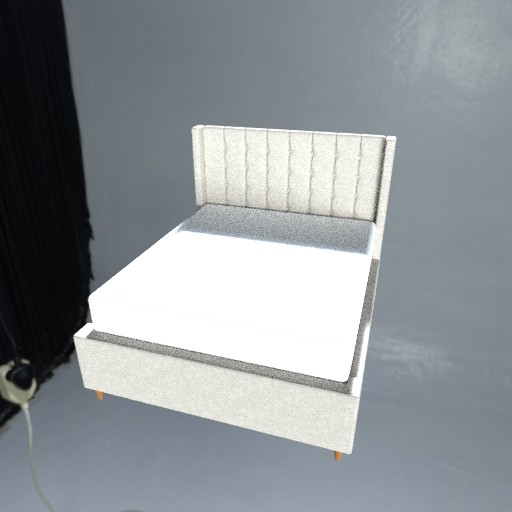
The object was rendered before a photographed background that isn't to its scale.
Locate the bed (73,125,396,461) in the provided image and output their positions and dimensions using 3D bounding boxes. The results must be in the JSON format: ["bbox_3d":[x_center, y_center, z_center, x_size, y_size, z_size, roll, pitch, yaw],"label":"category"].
[{"bbox_3d":[0.000,0.000,3.834,2.045,1.743,2.370,8,27,16],"label":"bed"}]
